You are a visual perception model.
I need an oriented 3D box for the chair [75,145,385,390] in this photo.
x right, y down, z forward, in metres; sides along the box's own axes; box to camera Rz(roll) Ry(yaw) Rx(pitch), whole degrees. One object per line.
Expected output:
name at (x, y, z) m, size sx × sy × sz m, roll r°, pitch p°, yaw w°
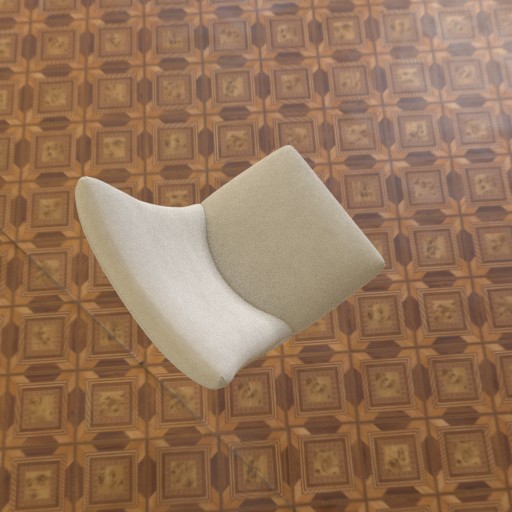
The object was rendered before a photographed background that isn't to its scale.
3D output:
chair at (0.000, 0.000, 1.257) m, size 0.610 × 0.902 × 0.495 m, roll -35°, pitch 79°, yaw -8°
